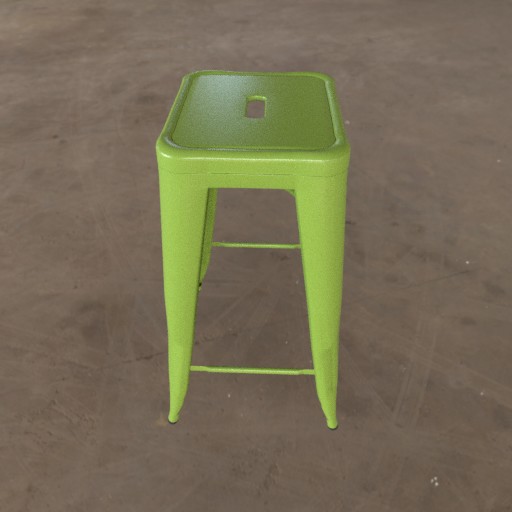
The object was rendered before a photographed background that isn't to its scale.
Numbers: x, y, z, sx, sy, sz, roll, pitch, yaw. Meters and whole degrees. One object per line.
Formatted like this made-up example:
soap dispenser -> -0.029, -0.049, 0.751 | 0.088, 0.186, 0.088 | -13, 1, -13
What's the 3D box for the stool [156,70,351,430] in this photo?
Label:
stool -> 0.000, 0.000, 0.862 | 0.358, 0.609, 0.398 | 2, 43, 2
